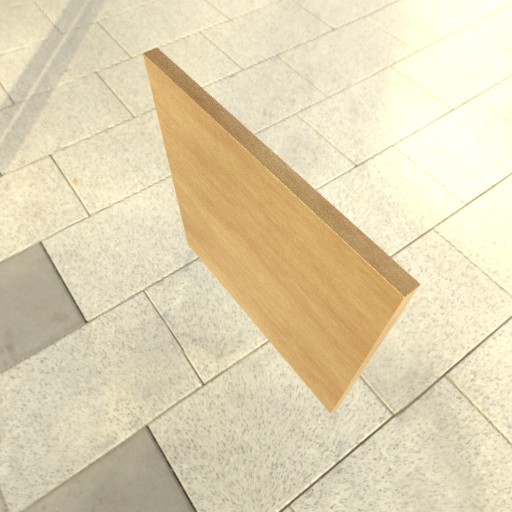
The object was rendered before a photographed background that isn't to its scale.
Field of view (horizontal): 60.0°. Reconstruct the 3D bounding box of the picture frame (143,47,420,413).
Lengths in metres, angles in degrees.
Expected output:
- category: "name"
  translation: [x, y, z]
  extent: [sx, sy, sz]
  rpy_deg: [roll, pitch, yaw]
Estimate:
- category: "picture frame"
  translation: [0.000, 0.000, 1.143]
  extent: [0.037, 0.761, 0.758]
  rpy_deg: [-34, 64, -19]
